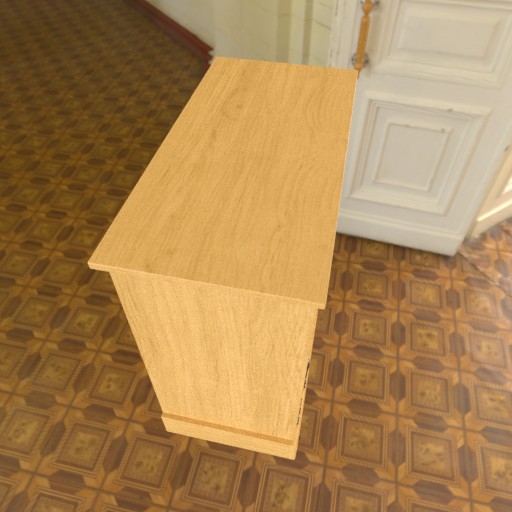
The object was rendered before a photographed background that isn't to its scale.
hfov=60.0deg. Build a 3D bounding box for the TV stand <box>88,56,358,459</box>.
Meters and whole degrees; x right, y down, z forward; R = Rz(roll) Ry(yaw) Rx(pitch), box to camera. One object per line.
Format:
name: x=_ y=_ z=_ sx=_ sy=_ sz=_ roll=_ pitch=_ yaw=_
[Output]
TV stand: x=0.000 y=0.000 z=1.329 sx=0.430 sy=0.787 sz=0.851 roll=9 pitch=49 yaw=8
